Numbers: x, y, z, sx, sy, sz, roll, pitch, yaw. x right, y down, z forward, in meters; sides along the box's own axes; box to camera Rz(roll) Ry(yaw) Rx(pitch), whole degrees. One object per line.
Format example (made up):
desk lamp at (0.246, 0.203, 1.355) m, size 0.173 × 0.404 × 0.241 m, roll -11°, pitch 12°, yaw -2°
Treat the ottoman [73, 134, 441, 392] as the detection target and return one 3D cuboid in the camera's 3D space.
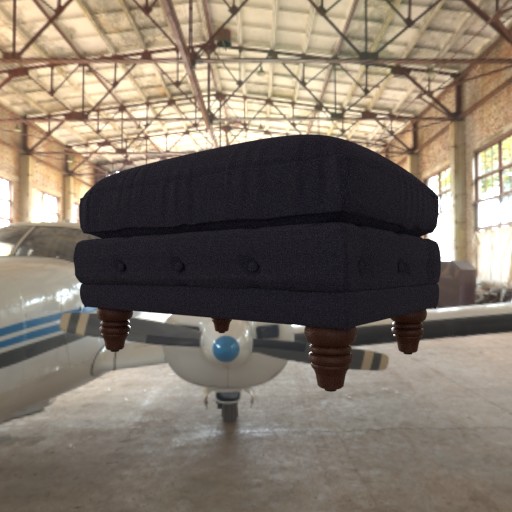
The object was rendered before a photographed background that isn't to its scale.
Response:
ottoman at (0.000, 0.000, 1.125) m, size 0.767 × 0.486 × 0.558 m, roll -1°, pitch -2°, yaw 37°
